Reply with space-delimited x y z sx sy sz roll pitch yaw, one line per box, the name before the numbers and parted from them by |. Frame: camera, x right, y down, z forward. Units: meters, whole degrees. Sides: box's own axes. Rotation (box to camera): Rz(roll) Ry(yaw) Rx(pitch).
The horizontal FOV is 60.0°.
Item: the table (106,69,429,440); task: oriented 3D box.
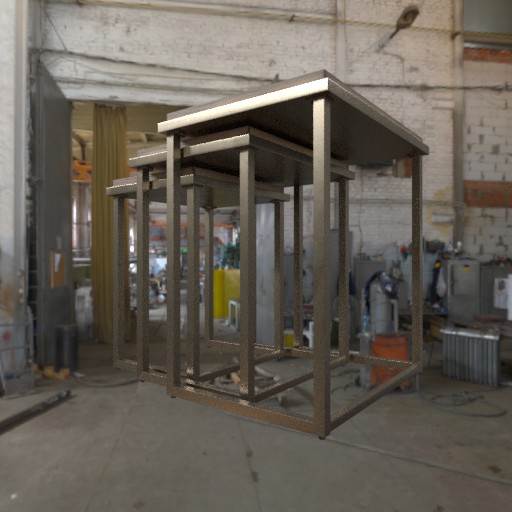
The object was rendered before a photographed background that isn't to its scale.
table | 0.000 0.000 1.140 0.706 0.610 0.559 0 0 37
